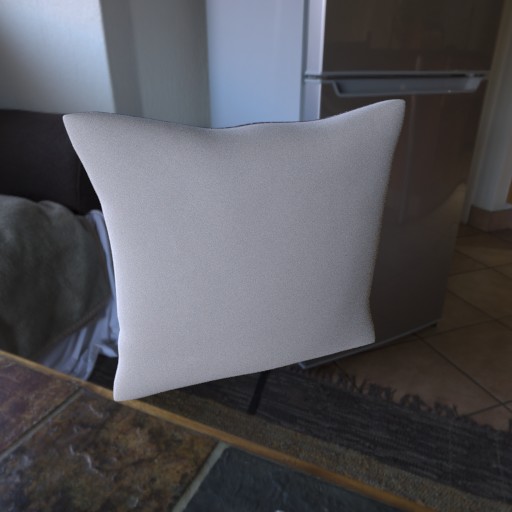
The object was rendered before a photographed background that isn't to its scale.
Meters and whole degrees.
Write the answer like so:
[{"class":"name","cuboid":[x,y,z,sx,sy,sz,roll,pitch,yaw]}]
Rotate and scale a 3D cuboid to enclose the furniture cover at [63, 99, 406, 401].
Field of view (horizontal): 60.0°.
[{"class":"furniture cover","cuboid":[0.000,0.000,0.785,0.552,0.509,0.193,-8,26,-17]}]
